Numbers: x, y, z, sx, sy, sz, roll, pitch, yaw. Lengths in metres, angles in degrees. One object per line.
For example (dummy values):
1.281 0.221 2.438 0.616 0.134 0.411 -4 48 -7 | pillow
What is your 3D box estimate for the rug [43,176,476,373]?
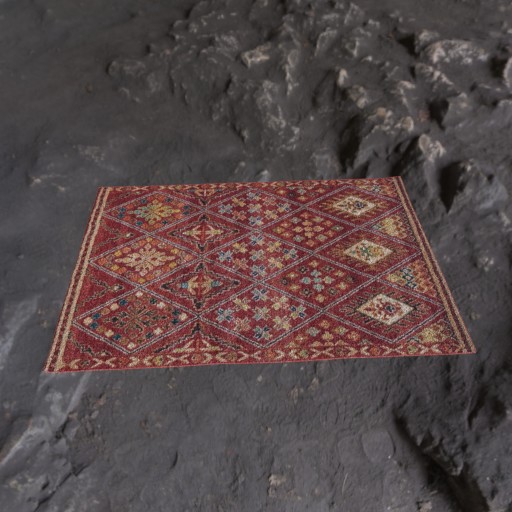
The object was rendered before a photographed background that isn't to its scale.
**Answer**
0.000 0.000 2.833 2.286 0.026 1.521 -2 47 -2 | rug
